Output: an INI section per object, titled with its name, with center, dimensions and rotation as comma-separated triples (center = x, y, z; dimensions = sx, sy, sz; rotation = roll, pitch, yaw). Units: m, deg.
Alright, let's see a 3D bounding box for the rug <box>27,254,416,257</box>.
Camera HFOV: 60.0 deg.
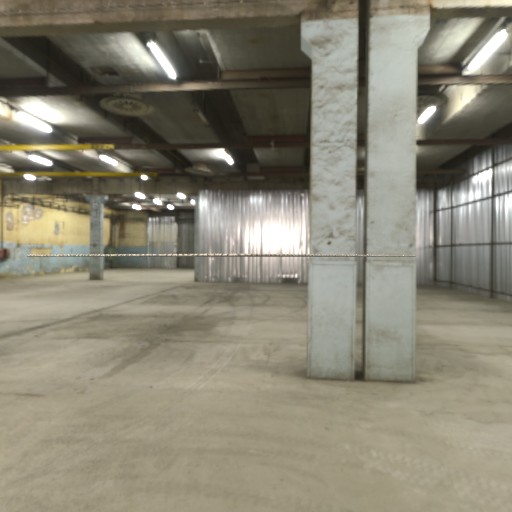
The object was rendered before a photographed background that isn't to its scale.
[rug]
center = 0.000, 0.000, 2.243
dimensions = 1.144, 0.008, 1.752
rotation = 0, 0, 34
